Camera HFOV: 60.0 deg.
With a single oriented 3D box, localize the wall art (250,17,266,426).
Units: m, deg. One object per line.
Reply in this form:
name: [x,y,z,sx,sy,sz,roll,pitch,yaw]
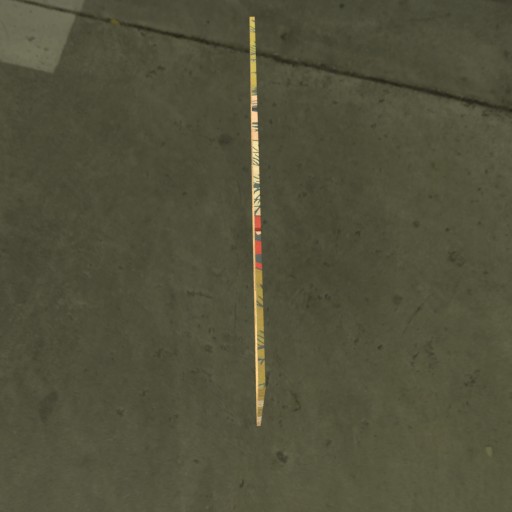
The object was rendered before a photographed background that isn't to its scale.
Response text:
wall art: [0.000,0.000,1.341,0.013,0.913,0.904,-1,65,-1]
